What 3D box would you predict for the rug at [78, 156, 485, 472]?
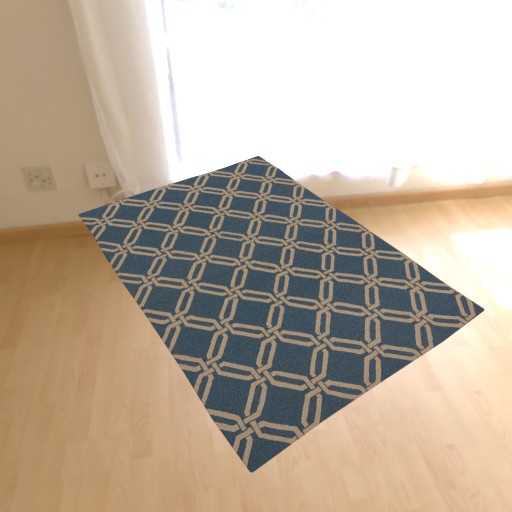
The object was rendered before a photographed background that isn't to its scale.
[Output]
[{"bbox_3d":[0.000,0.000,2.700,1.524,0.013,2.135,-24,46,-26],"label":"rug"}]
